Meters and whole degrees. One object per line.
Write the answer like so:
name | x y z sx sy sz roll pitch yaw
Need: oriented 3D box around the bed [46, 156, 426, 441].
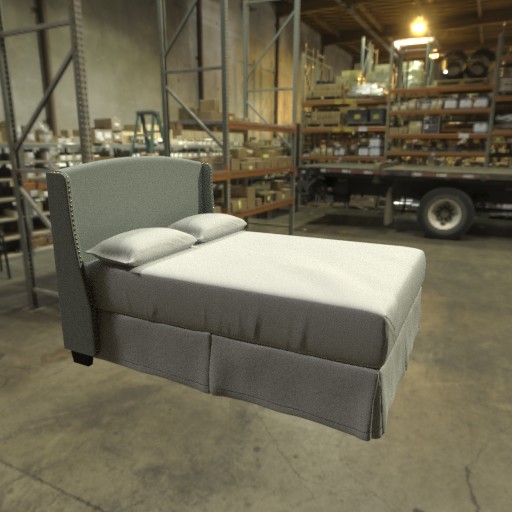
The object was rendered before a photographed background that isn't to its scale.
bed | 0.000 0.000 3.258 2.237 1.407 1.710 7 16 26
